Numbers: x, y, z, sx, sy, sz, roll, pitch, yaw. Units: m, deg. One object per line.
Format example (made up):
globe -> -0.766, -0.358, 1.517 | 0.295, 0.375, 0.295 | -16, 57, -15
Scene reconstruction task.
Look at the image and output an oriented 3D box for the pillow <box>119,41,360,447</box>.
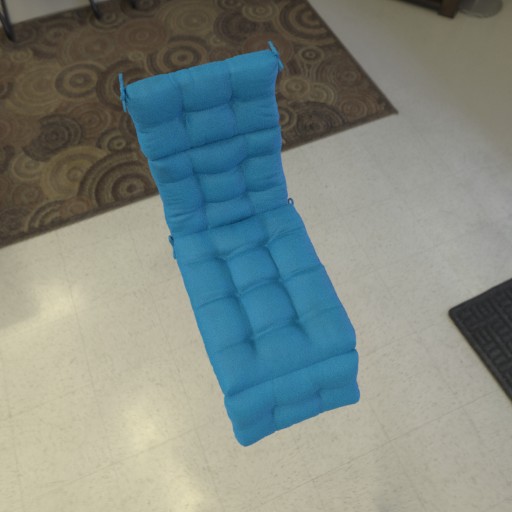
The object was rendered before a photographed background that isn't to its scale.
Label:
pillow -> 0.000, 0.000, 1.483 | 0.526, 0.863, 1.016 | -18, 63, -10
